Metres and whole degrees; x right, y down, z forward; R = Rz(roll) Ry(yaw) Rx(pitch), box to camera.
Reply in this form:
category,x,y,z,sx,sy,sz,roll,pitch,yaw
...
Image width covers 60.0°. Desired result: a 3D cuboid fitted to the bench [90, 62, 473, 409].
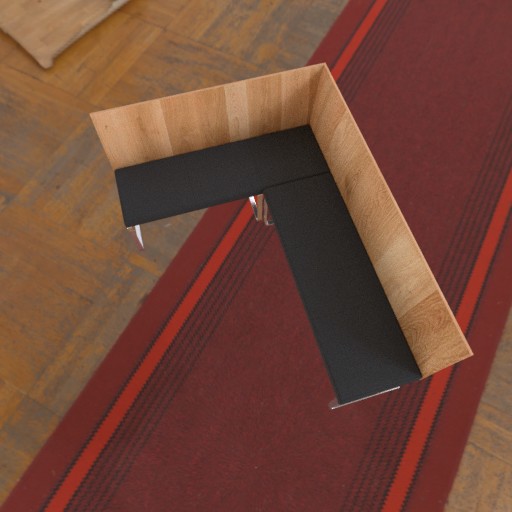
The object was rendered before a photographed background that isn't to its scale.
category,x,y,z,sx,sy,sz,roll,pitch,yaw
bench,0.000,0.000,2.749,1.495,0.930,1.945,-15,65,-7
